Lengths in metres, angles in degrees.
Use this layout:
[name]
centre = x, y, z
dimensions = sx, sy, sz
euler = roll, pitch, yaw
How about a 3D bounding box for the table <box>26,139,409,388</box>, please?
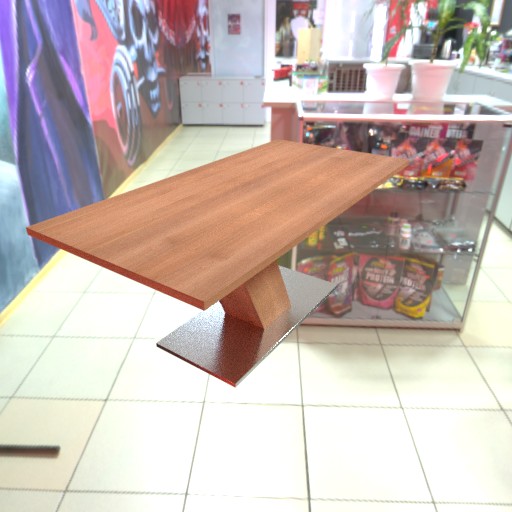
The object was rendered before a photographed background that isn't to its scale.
[table]
centre = 0.000, 0.000, 2.301
dimensions = 0.900, 0.750, 1.800
euler = 18, 33, 30
